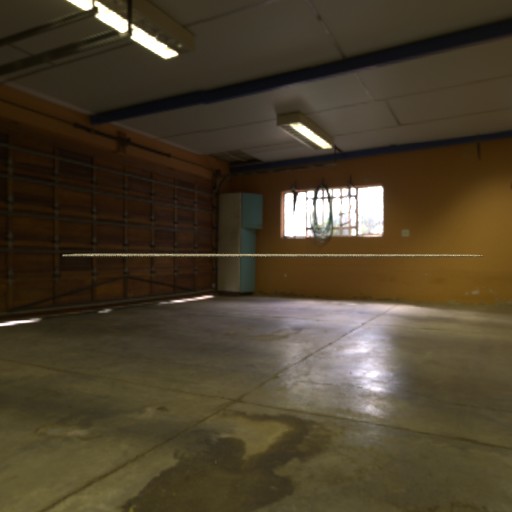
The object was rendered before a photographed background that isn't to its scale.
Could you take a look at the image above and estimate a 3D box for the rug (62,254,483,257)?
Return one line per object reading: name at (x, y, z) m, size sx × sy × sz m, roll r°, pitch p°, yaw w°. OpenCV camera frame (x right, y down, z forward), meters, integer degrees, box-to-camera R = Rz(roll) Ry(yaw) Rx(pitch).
rug at (0.000, 0.000, 2.949) m, size 2.214 × 0.013 × 1.609 m, roll 0°, pitch 0°, yaw -18°
